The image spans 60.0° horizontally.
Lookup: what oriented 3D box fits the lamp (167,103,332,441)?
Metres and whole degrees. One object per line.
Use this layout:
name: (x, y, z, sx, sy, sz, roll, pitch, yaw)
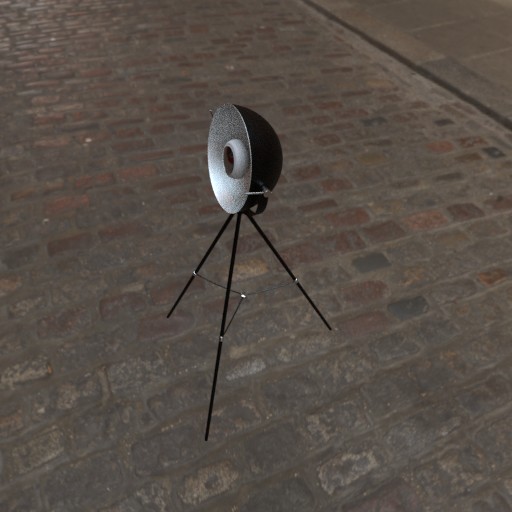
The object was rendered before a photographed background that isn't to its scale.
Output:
lamp: (0.000, 0.000, 2.049, 0.920, 1.512, 0.817, -18, 49, -16)
